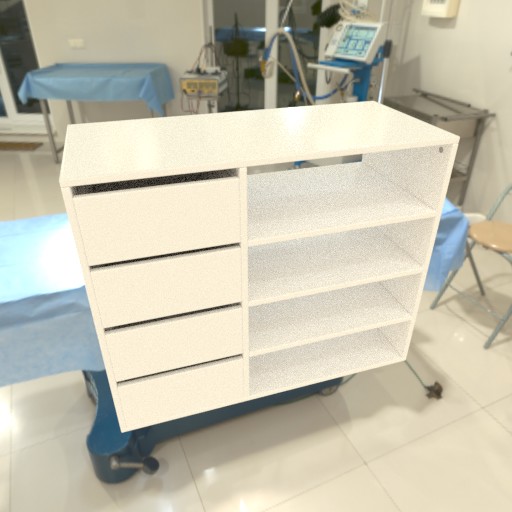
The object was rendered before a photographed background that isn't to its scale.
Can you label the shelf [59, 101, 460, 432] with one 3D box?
[{"bbox_3d":[0.000,0.000,1.290,0.895,0.732,0.396,-10,33,-15],"label":"shelf"}]
